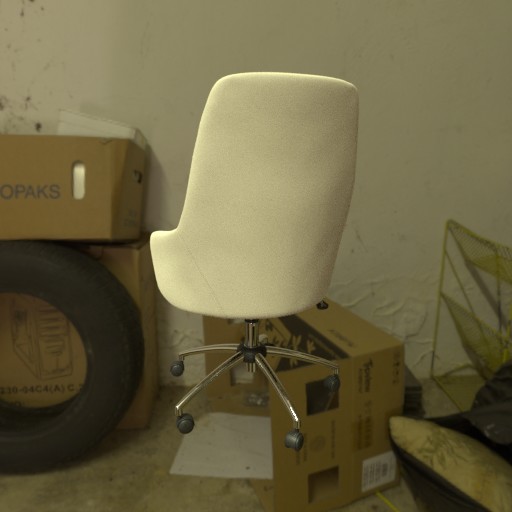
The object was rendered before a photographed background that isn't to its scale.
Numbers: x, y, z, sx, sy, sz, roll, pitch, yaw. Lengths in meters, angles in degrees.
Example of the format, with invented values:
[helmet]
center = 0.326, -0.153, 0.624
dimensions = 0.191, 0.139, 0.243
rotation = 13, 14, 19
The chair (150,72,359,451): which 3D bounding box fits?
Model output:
[chair]
center = 0.000, 0.000, 1.458
dimensions = 0.620, 1.049, 0.640
rotation = -7, 15, -25
